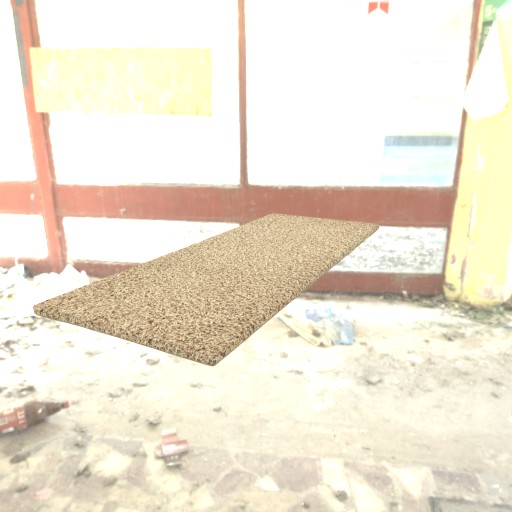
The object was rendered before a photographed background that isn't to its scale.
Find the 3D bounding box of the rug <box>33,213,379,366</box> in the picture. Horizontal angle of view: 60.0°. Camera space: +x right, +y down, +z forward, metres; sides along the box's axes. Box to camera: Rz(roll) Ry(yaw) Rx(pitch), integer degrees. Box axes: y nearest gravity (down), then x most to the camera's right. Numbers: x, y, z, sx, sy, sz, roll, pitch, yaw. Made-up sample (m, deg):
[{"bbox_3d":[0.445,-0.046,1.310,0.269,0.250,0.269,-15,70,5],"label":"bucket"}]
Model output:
[{"bbox_3d":[0.000,0.000,1.741,0.609,0.030,1.524,9,19,27],"label":"rug"}]
